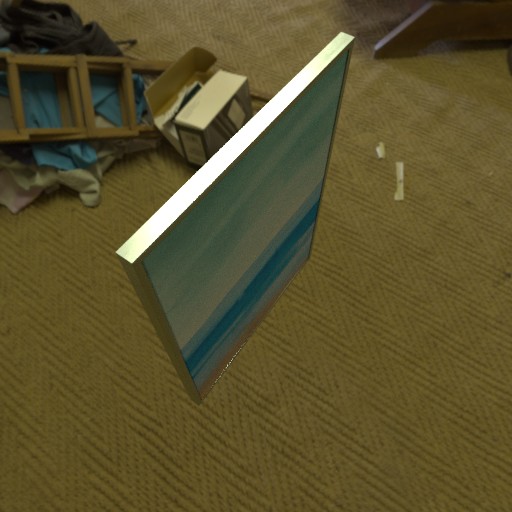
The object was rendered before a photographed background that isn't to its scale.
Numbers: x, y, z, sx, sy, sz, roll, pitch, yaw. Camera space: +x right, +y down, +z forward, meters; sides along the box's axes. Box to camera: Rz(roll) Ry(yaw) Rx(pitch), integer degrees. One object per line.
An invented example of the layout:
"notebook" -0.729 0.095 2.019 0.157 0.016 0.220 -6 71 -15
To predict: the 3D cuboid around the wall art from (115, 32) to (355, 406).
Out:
"wall art" 0.000 0.000 1.397 0.041 1.062 0.803 31 63 17
